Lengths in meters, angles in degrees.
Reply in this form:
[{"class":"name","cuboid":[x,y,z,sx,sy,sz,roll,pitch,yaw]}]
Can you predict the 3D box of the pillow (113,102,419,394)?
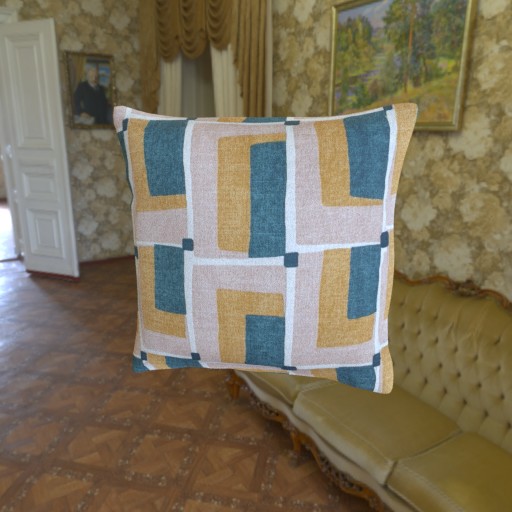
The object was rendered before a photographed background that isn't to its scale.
[{"class":"pillow","cuboid":[0.000,0.000,0.734,0.478,0.479,0.158,2,15,9]}]
